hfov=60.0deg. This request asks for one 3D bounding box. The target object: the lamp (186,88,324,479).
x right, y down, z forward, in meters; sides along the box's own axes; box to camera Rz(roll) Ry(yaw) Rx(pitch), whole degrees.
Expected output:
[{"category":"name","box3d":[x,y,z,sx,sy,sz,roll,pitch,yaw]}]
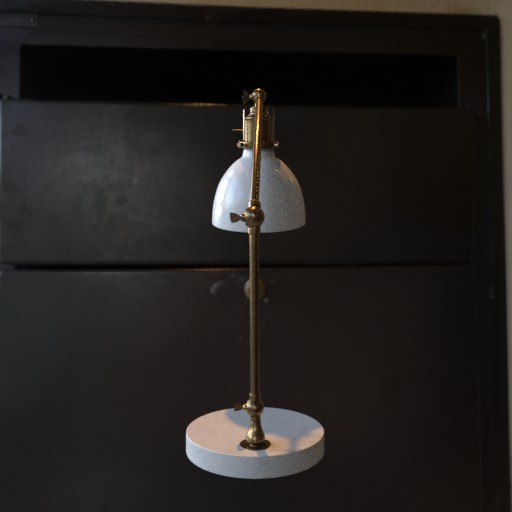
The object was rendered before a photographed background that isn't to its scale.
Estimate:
[{"category":"lamp","box3d":[0.000,0.000,0.658,0.186,0.522,0.317,0,-2,1]}]
